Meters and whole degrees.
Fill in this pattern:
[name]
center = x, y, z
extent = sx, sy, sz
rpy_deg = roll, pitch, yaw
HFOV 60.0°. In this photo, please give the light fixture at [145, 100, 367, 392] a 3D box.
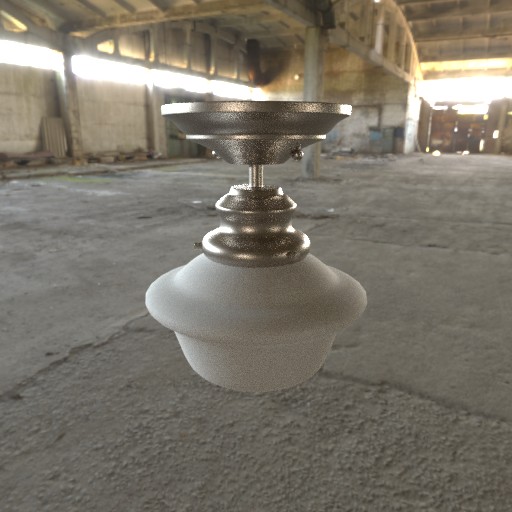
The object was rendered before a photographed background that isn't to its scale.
[light fixture]
center = 0.000, 0.000, 0.398
extent = 0.199, 0.254, 0.199
rpy_deg = 0, 15, 0
